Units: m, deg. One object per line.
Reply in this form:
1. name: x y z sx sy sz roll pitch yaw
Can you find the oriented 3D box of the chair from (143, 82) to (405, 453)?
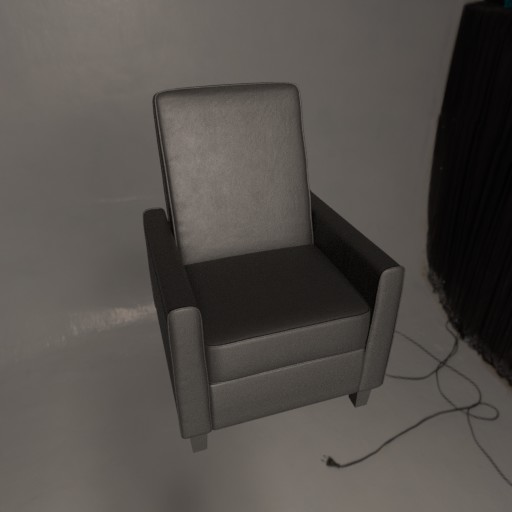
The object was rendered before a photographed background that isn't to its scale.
1. chair: 0.000 0.000 1.528 0.705 1.013 0.746 -10 33 -15
